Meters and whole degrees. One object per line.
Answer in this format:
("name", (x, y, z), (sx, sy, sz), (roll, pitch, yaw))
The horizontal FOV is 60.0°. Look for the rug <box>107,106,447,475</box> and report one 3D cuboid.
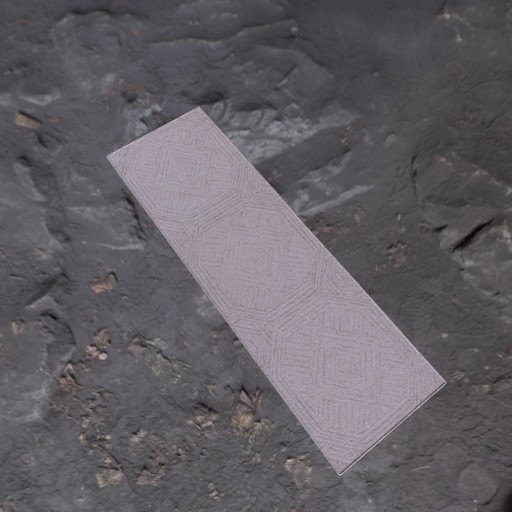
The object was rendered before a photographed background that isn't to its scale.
("rug", (0.000, 0.000, 2.730), (0.775, 0.012, 2.452), (-33, 69, -15))
